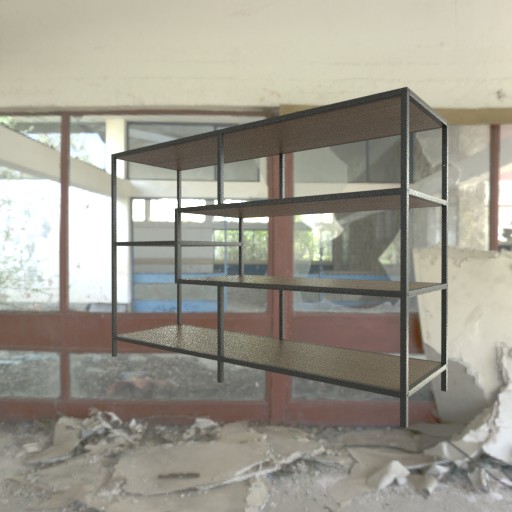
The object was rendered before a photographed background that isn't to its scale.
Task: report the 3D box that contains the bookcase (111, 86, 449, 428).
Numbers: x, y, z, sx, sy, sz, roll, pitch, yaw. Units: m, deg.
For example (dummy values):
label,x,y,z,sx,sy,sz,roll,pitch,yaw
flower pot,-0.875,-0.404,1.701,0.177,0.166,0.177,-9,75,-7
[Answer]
label,x,y,z,sx,sy,sz,roll,pitch,yaw
bookcase,0.000,0.000,1.497,1.140,0.780,0.350,0,1,38
